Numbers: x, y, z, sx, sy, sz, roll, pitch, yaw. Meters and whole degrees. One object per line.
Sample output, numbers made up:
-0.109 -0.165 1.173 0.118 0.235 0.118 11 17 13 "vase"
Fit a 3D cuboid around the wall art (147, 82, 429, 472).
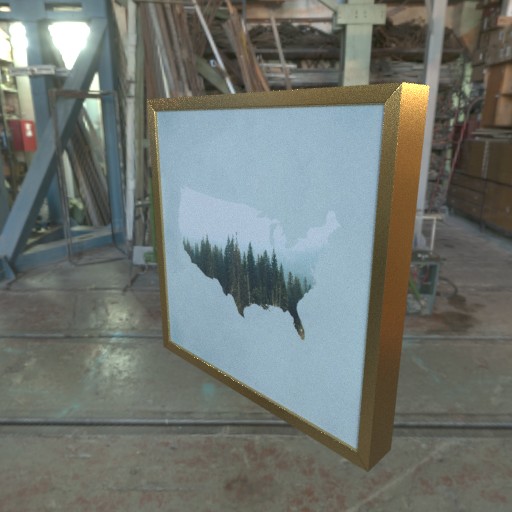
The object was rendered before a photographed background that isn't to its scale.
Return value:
0.000 0.000 0.443 0.038 0.304 0.304 -16 23 -42 "wall art"
